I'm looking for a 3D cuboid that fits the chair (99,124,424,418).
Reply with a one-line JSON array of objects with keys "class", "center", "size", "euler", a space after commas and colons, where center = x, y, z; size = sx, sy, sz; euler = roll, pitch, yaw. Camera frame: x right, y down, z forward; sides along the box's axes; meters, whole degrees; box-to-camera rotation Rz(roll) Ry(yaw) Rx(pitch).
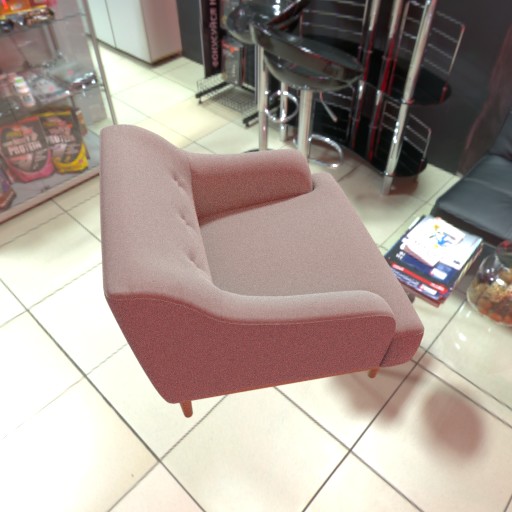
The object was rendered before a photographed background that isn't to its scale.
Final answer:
[{"class": "chair", "center": [0.000, 0.000, 1.668], "size": [0.951, 0.818, 0.946], "euler": [-10, 48, -10]}]
